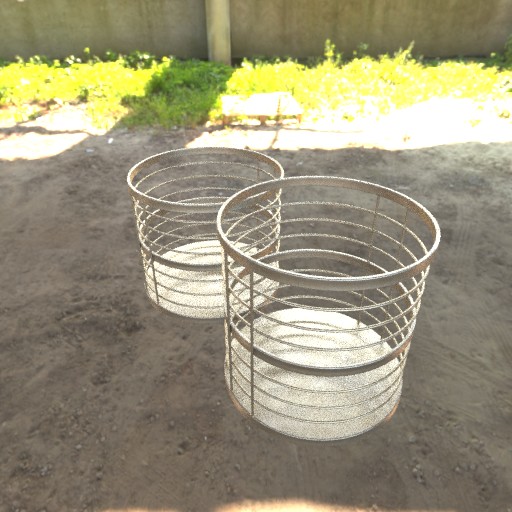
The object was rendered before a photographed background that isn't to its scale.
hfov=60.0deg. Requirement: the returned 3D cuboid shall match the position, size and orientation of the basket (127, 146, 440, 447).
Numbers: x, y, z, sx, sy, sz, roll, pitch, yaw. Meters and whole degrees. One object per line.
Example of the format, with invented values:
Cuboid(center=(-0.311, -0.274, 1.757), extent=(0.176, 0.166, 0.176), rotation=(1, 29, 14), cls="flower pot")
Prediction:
Cuboid(center=(0.000, 0.000, 0.951), extent=(0.356, 0.351, 0.746), rotation=(-21, 38, -29), cls="basket")
